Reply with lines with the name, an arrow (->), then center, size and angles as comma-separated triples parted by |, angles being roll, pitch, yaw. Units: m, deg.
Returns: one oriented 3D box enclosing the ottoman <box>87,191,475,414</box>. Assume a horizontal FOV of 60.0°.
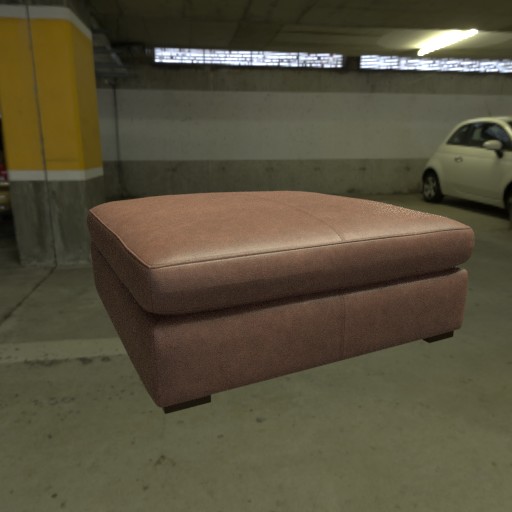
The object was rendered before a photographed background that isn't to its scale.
ottoman -> 0.000, 0.000, 1.795 | 1.168, 0.490, 1.168 | -7, 16, -26
